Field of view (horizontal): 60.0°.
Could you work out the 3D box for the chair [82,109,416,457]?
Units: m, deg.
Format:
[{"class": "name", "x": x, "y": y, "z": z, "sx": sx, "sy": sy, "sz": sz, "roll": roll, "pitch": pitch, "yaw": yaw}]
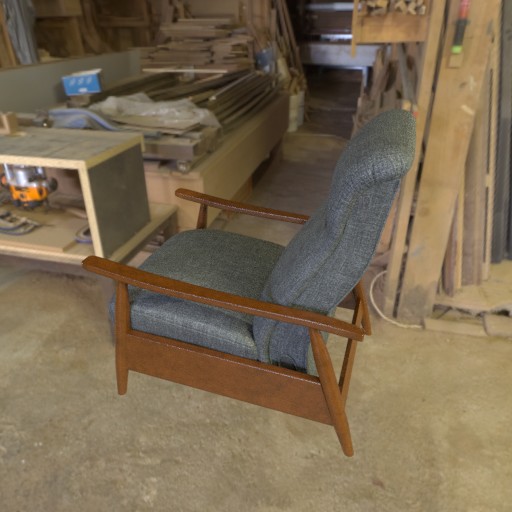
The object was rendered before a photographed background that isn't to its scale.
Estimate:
[{"class": "chair", "x": 0.000, "y": 0.000, "z": 1.739, "sx": 1.030, "sy": 1.082, "sz": 0.762, "roll": 9, "pitch": 31, "yaw": 16}]
